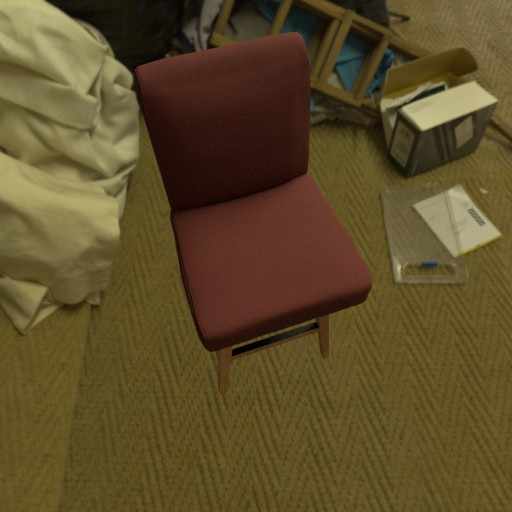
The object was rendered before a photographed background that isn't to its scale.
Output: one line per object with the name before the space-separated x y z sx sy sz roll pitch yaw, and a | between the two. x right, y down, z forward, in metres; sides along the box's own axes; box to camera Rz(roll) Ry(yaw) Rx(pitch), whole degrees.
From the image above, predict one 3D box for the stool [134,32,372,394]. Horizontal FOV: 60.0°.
stool | 0.000 0.000 1.367 0.468 1.093 0.562 -17 63 -9
